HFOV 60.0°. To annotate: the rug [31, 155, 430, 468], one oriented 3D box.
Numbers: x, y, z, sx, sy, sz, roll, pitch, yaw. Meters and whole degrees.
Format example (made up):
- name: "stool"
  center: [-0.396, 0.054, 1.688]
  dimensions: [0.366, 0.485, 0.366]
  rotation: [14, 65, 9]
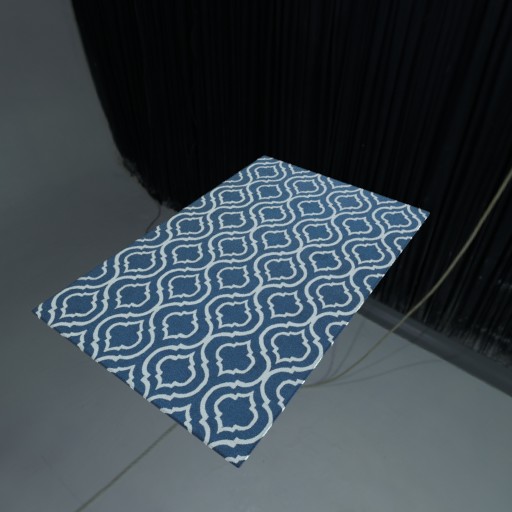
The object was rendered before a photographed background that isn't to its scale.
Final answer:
- name: "rug"
  center: [0.000, 0.000, 2.206]
  dimensions: [1.143, 0.010, 1.753]
  rotation: [25, 47, 27]
